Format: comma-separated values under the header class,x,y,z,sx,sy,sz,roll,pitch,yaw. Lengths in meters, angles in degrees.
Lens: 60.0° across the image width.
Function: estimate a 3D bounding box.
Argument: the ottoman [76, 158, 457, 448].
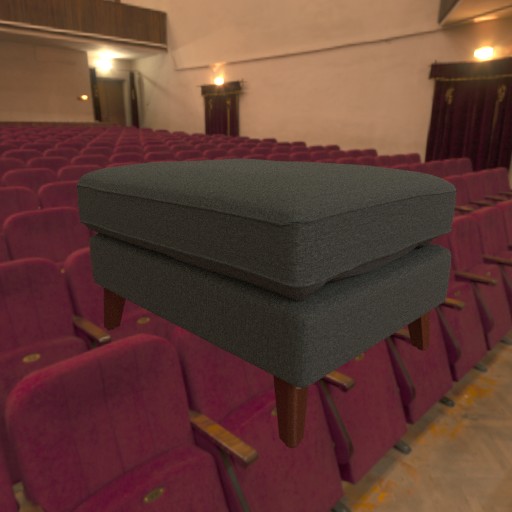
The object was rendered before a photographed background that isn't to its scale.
class,x,y,z,sx,sy,sz,roll,pitch,yaw
ottoman,0.000,0.000,1.221,0.629,0.503,0.835,-15,22,-43
